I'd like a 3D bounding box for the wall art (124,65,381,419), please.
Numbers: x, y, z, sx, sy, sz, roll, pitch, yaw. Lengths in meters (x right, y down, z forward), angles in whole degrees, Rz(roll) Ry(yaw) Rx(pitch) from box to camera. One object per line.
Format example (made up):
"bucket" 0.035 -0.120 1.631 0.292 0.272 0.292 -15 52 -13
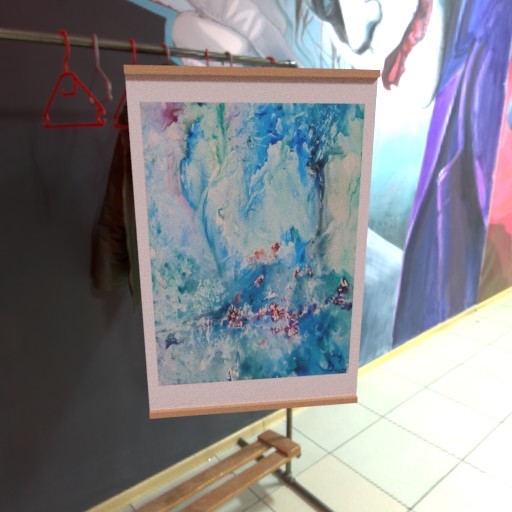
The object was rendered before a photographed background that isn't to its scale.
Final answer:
"wall art" 0.000 0.000 1.918 0.991 1.510 0.040 -2 16 -7
